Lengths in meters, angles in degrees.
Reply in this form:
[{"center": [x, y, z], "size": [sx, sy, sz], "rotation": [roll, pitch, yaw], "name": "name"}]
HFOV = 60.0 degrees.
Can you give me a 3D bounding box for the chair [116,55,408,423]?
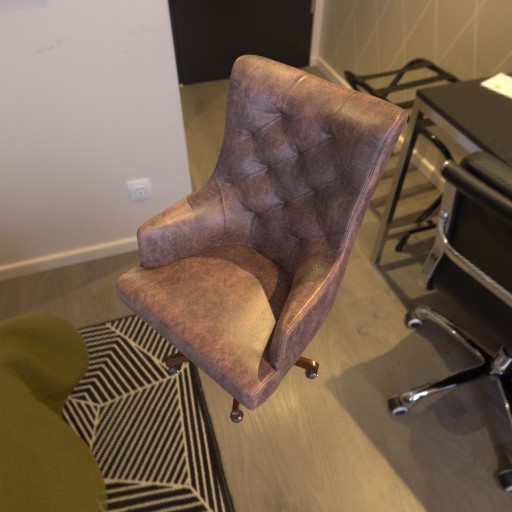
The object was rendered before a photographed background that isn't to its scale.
[{"center": [0.000, 0.000, 1.503], "size": [0.641, 1.035, 0.762], "rotation": [32, 55, 27], "name": "chair"}]
